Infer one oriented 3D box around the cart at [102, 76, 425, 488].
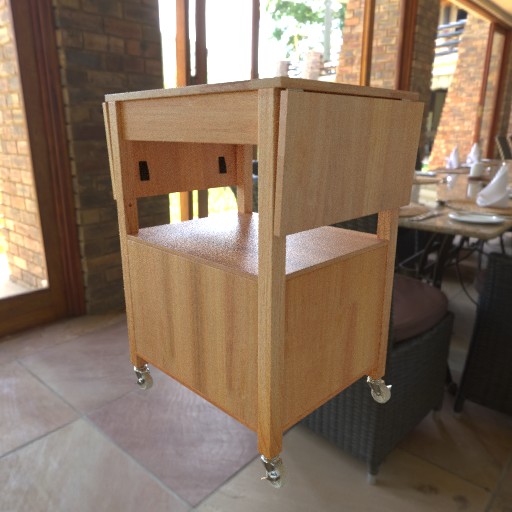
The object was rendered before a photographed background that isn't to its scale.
[{"bbox_3d":[0.000,0.000,1.216,0.640,0.838,0.508,15,22,43],"label":"cart"}]
